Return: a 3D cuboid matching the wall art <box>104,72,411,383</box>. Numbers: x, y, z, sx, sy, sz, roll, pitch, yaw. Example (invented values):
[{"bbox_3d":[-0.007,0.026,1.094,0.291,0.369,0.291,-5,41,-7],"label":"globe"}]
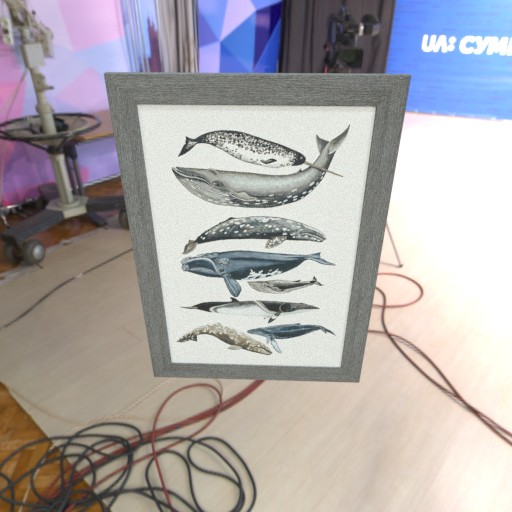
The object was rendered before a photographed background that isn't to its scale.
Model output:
[{"bbox_3d":[0.000,0.000,1.390,0.768,1.070,0.020,1,31,2],"label":"wall art"}]
